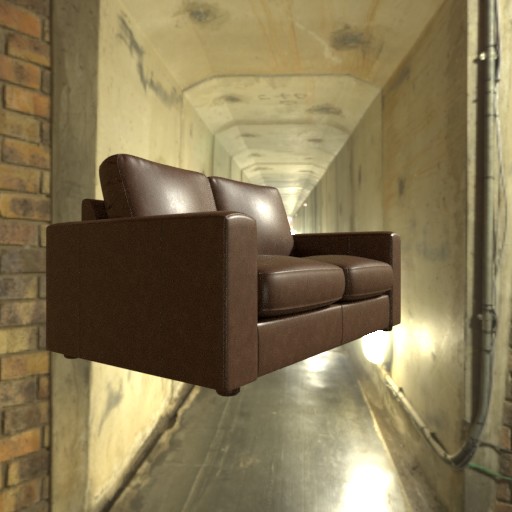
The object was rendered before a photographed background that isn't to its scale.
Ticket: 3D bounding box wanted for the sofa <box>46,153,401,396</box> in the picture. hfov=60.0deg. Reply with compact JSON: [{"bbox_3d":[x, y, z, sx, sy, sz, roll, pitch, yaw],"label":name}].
[{"bbox_3d":[0.000,0.000,2.206,1.016,0.873,1.616,0,0,36],"label":"sofa"}]
